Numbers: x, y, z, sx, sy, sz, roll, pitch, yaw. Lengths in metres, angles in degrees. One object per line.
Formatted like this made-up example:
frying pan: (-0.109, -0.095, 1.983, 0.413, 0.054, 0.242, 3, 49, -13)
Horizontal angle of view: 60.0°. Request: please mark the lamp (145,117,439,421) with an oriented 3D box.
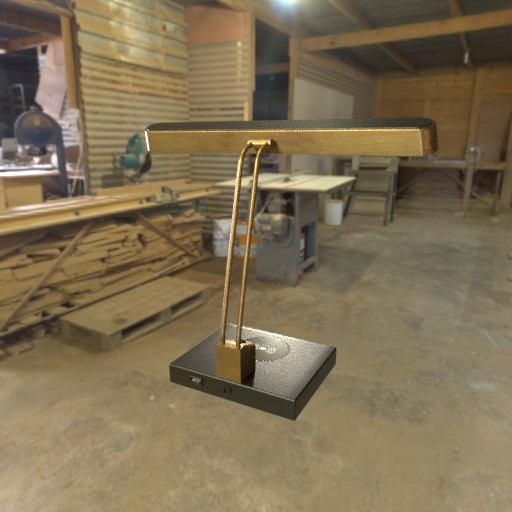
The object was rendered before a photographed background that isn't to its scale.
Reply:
lamp: (0.000, 0.000, 0.584, 0.412, 0.345, 0.156, 8, 17, 27)
